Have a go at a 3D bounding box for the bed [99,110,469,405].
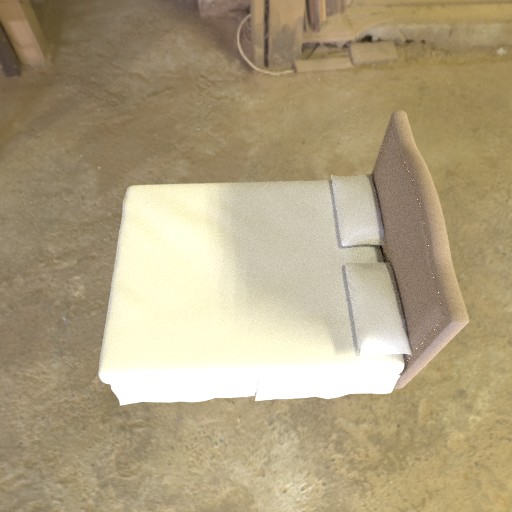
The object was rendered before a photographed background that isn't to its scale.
[{"bbox_3d":[0.000,0.000,3.368,2.282,1.436,1.821,-2,58,-1],"label":"bed"}]
